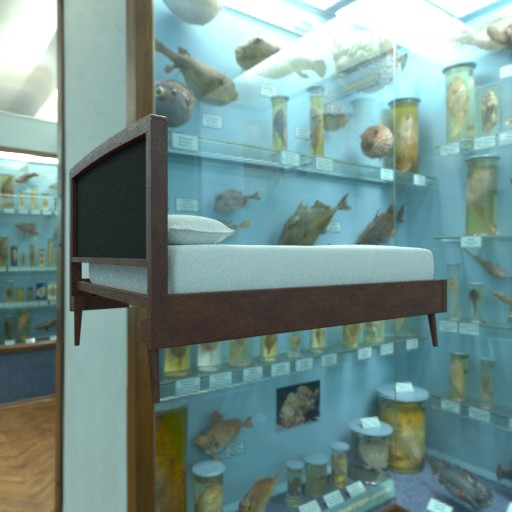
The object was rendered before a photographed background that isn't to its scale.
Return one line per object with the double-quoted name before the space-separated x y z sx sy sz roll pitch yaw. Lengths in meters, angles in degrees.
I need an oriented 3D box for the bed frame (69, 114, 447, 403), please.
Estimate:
"bed frame" 0.000 0.000 3.154 2.171 1.279 1.587 0 0 -35
